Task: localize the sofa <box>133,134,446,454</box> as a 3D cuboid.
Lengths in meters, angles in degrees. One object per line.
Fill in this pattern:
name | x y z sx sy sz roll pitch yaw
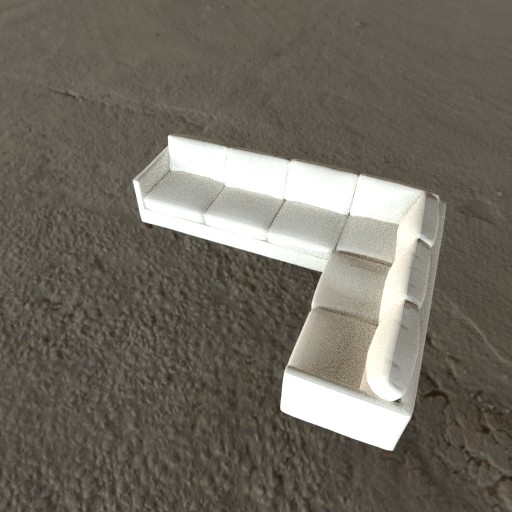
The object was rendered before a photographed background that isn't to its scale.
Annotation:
sofa | 0.000 0.000 4.403 3.302 0.947 2.593 16 47 15
